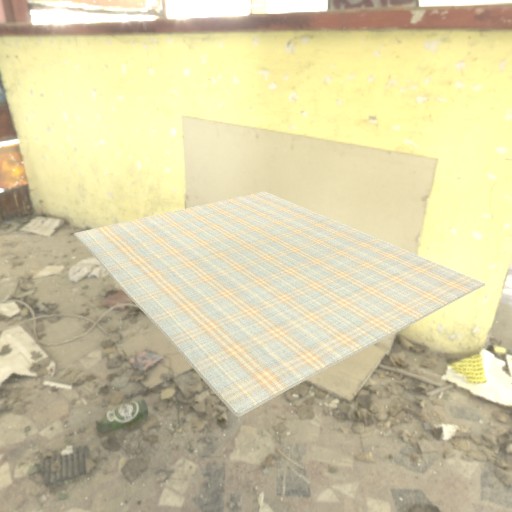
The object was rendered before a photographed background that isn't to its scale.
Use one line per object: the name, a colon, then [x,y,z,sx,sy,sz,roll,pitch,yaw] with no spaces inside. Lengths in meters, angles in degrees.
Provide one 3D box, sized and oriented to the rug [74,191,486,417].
rug: [0.000,0.000,4.110,2.462,0.030,3.066,-17,31,-32]
